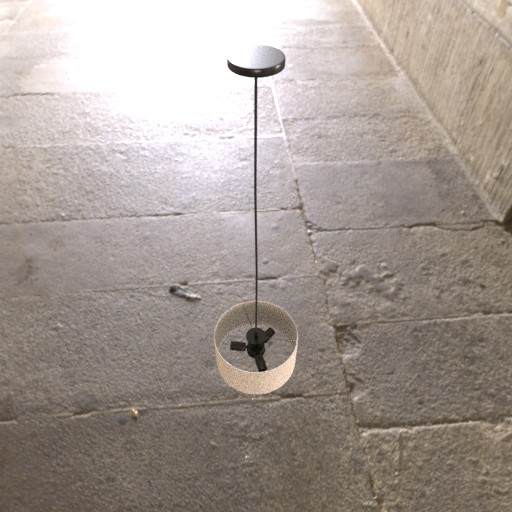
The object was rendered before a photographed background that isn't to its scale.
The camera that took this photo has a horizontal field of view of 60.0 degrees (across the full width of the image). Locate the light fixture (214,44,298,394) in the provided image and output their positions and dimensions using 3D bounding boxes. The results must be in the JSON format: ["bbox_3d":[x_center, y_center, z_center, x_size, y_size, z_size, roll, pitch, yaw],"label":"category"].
[{"bbox_3d":[0.000,0.000,1.699,0.399,1.516,0.399,0,47,0],"label":"light fixture"}]
